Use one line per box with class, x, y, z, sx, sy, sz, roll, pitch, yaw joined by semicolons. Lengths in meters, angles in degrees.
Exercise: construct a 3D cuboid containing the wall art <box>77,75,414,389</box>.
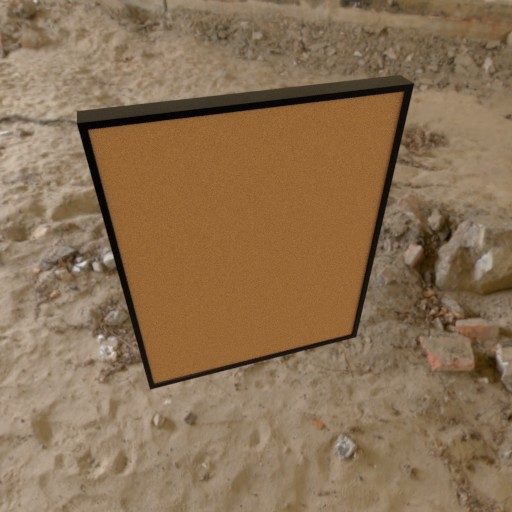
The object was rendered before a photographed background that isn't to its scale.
wall art;0.000;0.000;0.763;0.451;0.553;0.039;-11;42;-13
